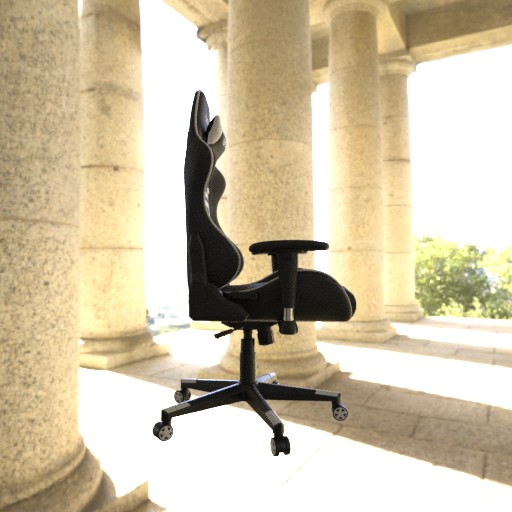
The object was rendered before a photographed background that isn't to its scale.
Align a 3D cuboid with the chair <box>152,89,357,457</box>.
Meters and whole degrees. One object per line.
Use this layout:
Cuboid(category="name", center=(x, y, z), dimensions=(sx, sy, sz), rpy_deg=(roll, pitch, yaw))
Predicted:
Cuboid(category="chair", center=(0.000, 0.000, 1.695), dimensions=(0.700, 1.240, 0.700), rpy_deg=(0, -1, 0))
